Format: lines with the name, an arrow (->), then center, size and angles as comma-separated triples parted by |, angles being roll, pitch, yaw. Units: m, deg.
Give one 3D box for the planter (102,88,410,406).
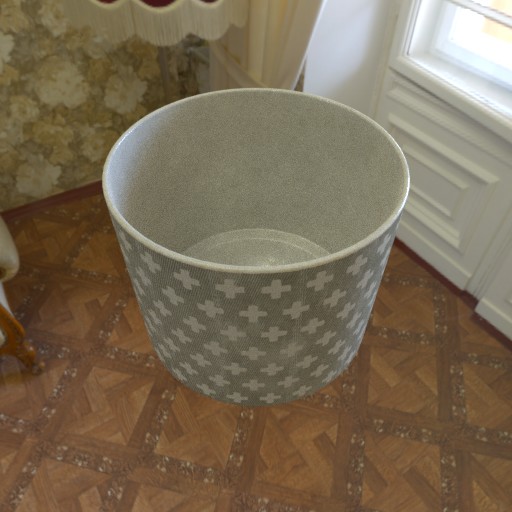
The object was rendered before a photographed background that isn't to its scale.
planter -> 0.000, 0.000, 0.346 | 0.190, 0.181, 0.190 | 0, 47, 0
